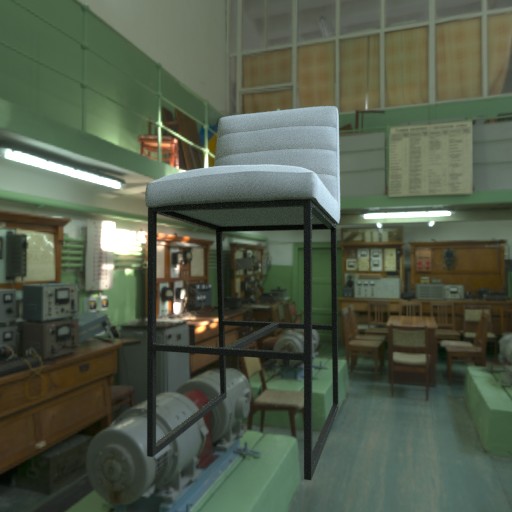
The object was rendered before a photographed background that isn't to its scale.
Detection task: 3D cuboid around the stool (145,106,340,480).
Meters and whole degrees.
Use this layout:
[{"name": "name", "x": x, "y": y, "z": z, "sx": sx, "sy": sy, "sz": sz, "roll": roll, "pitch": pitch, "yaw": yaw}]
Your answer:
[{"name": "stool", "x": 0.000, "y": 0.000, "z": 1.363, "sx": 0.464, "sy": 1.061, "sz": 0.573, "roll": 0, "pitch": -1, "yaw": 17}]
